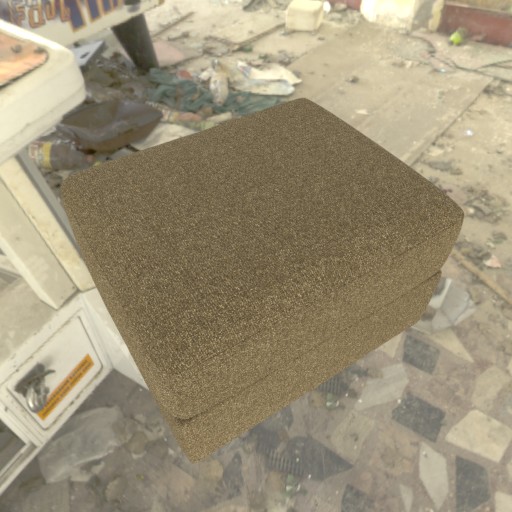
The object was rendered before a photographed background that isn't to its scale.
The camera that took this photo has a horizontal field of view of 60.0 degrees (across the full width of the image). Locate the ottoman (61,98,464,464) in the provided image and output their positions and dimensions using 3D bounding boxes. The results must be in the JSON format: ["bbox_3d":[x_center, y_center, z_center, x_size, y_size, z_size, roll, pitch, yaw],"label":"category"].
[{"bbox_3d":[0.000,0.000,1.104,0.742,0.476,0.598,-25,52,-21],"label":"ottoman"}]
